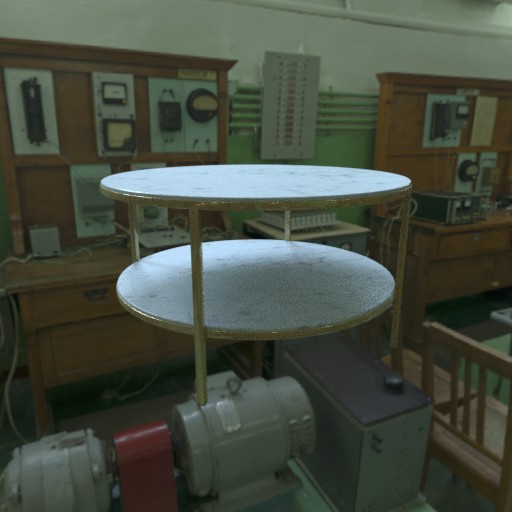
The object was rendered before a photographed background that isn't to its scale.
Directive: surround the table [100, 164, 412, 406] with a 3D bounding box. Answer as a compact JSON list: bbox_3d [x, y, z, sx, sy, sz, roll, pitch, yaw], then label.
[{"bbox_3d":[0.000,0.000,1.258,0.800,0.450,0.800,0,16,0],"label":"table"}]
